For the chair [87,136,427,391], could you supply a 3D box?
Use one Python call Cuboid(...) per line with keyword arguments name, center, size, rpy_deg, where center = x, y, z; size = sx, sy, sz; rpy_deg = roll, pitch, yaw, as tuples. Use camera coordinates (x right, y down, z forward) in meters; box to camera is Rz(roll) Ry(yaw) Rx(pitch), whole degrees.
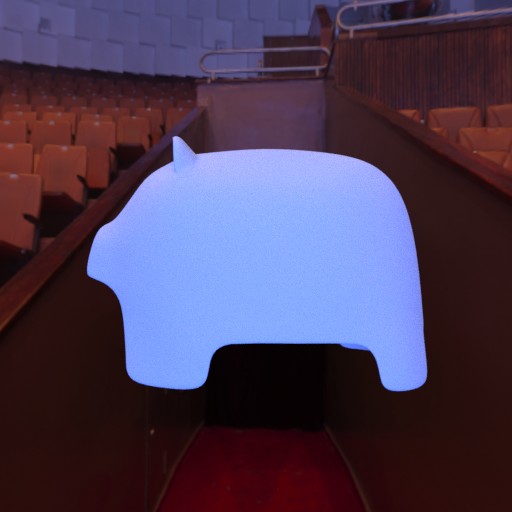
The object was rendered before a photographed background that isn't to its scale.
Cuboid(name="chair", center=(0.000, 0.000, 0.858), size=(0.619, 0.423, 0.364), rpy_deg=(0, -1, 0))
